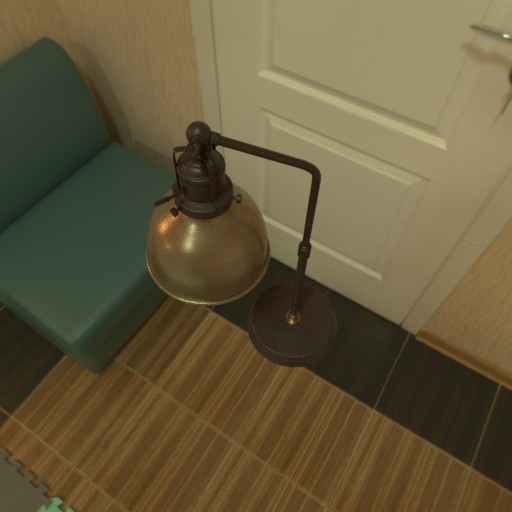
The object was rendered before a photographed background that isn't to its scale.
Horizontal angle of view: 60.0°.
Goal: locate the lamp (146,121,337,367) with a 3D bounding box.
[{"bbox_3d":[0.000,0.000,0.617,0.298,0.469,0.175,3,58,2],"label":"lamp"}]
